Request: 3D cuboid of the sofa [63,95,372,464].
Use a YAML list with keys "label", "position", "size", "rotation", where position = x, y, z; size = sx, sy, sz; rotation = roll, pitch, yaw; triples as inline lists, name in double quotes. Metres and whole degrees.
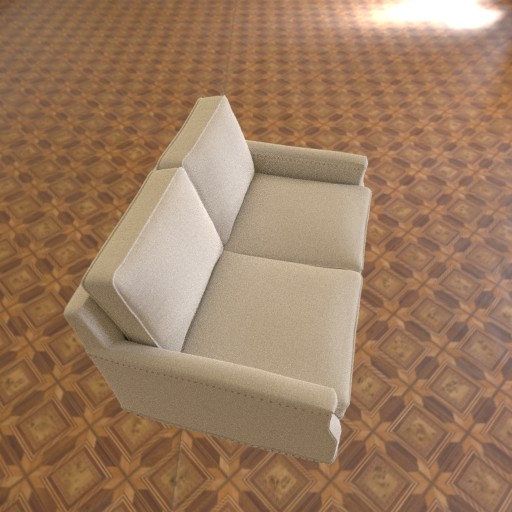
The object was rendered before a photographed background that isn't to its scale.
- label: "sofa"
  position: [0.000, 0.000, 2.239]
  size: [1.084, 1.003, 1.597]
  rotation: [10, 48, 9]
